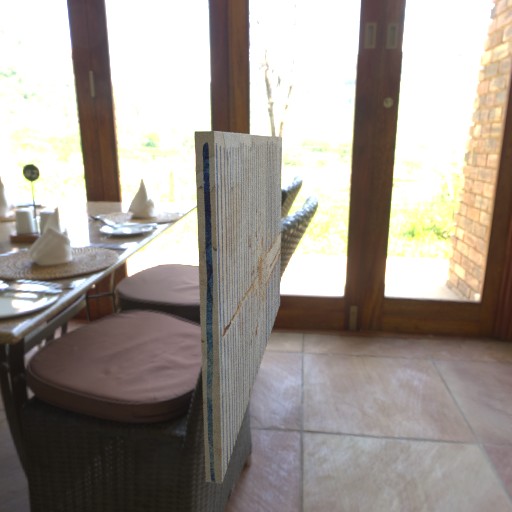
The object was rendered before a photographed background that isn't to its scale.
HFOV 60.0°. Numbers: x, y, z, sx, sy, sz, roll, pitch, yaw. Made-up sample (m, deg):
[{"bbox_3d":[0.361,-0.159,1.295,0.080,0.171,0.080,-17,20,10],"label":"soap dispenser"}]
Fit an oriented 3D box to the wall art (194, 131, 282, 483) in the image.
[{"bbox_3d":[0.000,0.000,1.442,0.038,0.757,1.143,2,15,9],"label":"wall art"}]
